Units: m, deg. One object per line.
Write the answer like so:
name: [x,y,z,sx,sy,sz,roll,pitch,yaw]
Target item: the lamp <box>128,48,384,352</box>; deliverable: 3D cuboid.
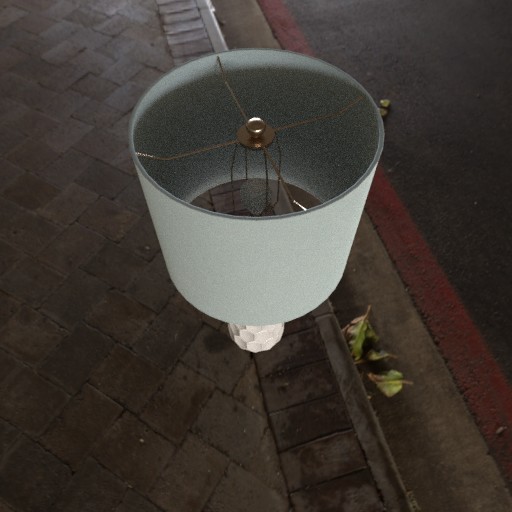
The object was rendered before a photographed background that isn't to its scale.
lamp: [0.000,0.000,0.706,0.277,0.534,0.277,15,58,10]
